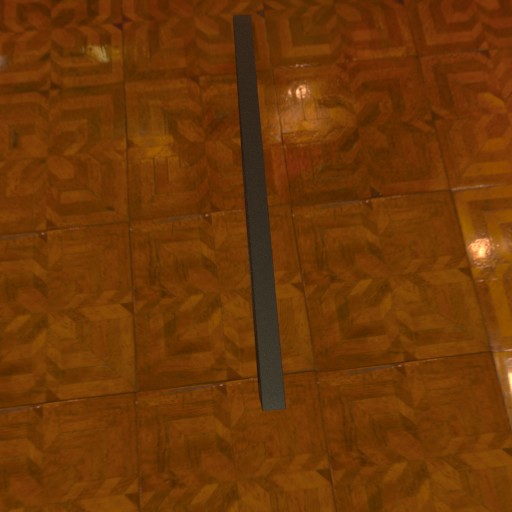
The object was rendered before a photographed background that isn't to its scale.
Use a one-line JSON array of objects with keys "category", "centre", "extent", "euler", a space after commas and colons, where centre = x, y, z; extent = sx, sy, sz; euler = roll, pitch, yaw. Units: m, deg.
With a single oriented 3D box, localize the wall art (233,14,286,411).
[{"category": "wall art", "centre": [0.000, 0.000, 0.693], "extent": [0.021, 0.509, 0.430], "euler": [-4, 74, -1]}]
